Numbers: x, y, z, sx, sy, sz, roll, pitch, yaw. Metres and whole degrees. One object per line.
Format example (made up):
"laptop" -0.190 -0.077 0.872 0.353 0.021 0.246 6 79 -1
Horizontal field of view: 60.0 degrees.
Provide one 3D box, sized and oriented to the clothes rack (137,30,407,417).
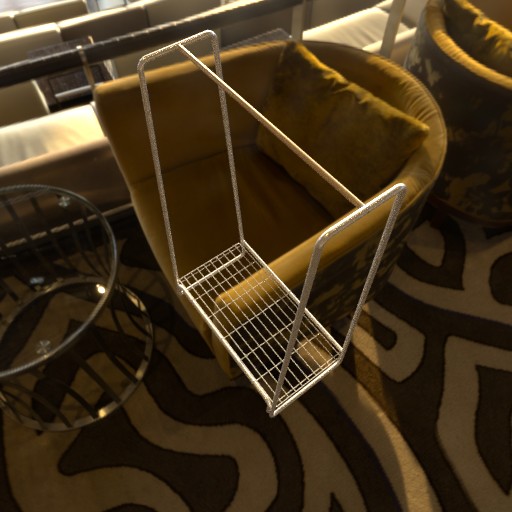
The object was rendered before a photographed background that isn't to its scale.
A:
"clothes rack" 0.000 0.000 1.905 0.495 1.500 0.900 -32 63 -19
